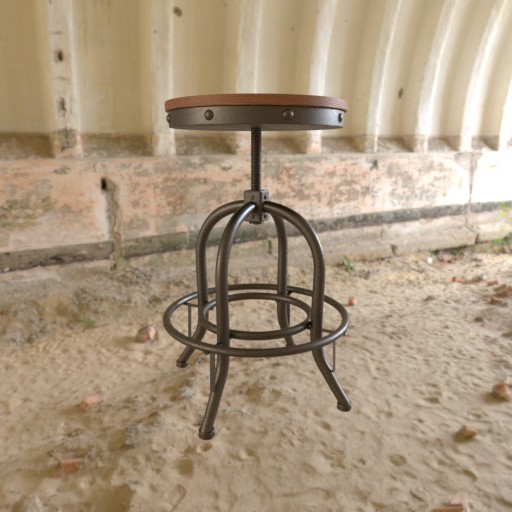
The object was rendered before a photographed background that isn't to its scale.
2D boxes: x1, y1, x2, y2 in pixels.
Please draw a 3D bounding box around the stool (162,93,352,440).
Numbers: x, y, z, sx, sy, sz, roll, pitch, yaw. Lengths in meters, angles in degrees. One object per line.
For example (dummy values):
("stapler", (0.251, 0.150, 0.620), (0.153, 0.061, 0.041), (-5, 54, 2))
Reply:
("stool", (0.000, 0.000, 0.933), (0.439, 0.609, 0.439), (7, 15, 26))
